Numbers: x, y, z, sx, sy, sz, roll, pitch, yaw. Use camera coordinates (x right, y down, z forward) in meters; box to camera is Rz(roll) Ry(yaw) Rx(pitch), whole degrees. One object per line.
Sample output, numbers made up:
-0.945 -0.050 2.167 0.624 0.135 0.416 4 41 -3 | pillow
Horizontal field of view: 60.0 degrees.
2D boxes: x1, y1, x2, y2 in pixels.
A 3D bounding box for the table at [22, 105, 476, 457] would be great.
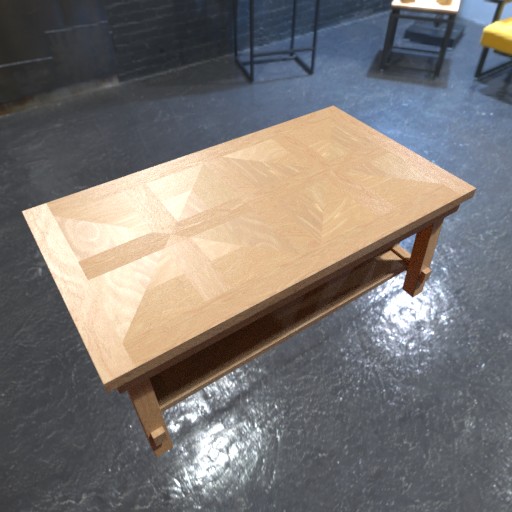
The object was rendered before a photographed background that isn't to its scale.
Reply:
0.000 0.000 1.593 1.270 0.507 0.711 -25 50 -23 | table
